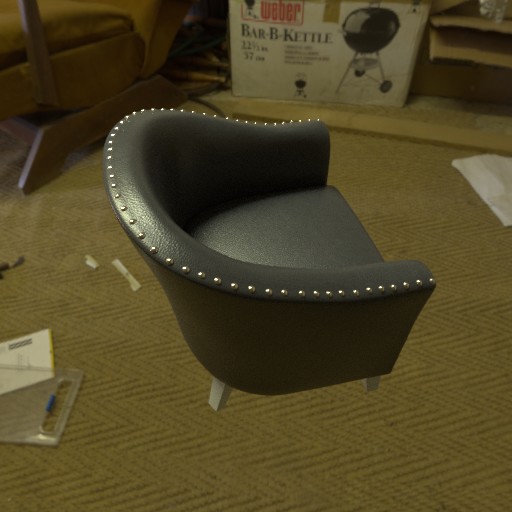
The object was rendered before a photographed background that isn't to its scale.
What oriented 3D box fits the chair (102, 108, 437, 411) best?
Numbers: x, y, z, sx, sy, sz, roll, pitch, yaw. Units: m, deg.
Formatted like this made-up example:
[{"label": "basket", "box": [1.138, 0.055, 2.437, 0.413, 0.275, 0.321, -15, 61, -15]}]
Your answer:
[{"label": "chair", "box": [0.000, 0.000, 1.393, 0.748, 0.823, 0.794, -11, 47, -10]}]
